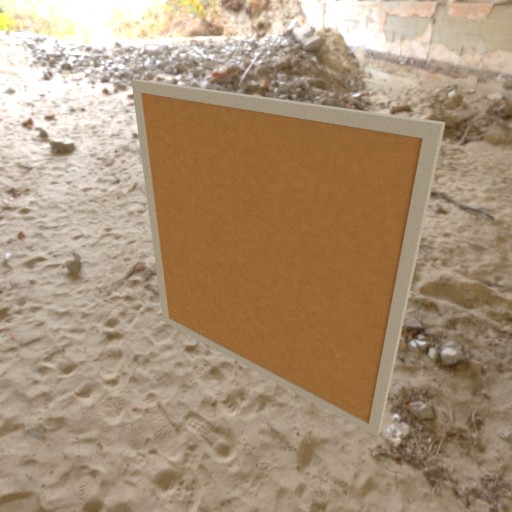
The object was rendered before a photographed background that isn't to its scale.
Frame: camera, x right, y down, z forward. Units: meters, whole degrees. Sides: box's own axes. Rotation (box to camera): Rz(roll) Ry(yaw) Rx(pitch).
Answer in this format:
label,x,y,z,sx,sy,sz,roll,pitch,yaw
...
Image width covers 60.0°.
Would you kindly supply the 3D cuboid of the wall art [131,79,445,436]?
label,x,y,z,sx,sy,sz,roll,pitch,yaw
wall art,0.000,0.000,0.666,0.457,0.457,0.012,20,36,31
